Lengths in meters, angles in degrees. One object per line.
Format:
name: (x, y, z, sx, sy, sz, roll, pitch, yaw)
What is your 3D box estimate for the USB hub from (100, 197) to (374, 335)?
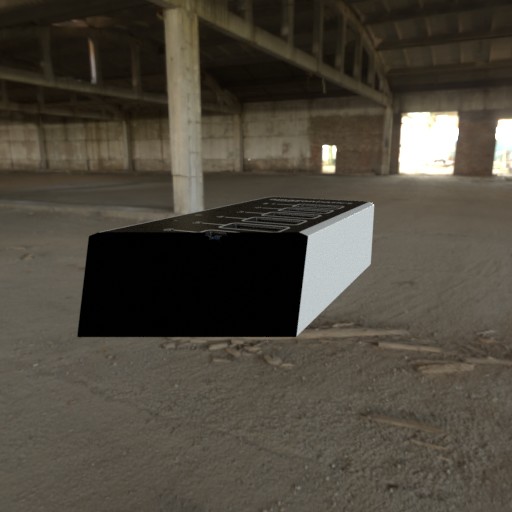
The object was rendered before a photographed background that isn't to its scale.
USB hub: (0.000, 0.000, 0.127, 0.044, 0.023, 0.110, 7, 15, 26)
